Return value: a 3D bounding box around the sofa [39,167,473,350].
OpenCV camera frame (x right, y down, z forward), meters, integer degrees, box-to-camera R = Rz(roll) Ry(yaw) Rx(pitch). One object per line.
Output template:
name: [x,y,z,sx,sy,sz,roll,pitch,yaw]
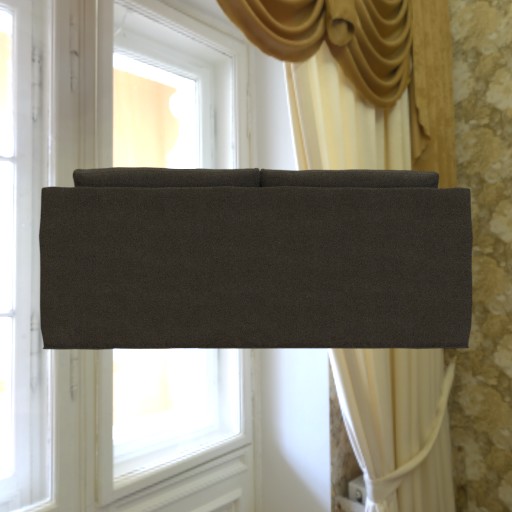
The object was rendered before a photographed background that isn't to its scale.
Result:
sofa: [0.000,0.000,2.449,1.982,0.855,0.953,0,-1,-1]
